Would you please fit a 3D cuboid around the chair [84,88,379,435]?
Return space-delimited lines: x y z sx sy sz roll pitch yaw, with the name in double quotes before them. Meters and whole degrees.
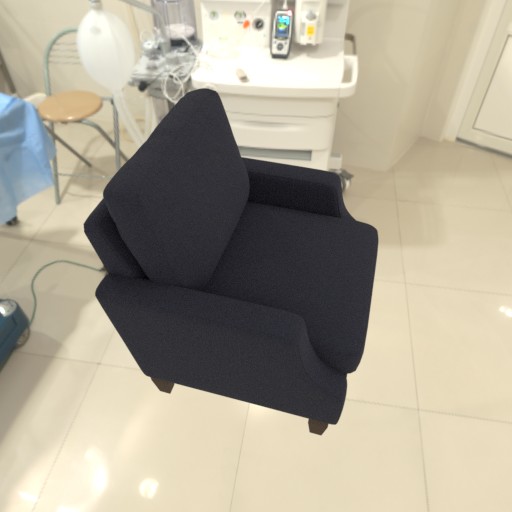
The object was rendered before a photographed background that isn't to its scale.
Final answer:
"chair" 0.000 0.000 1.677 0.897 0.991 0.855 12 47 11
